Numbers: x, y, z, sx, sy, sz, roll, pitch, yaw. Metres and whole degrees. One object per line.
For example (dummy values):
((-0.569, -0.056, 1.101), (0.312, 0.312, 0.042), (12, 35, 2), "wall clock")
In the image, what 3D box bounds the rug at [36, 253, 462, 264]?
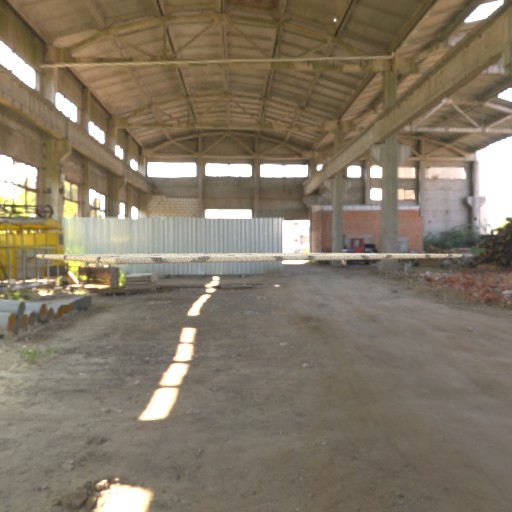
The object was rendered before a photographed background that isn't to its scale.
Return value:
((0.000, 0.000, 2.883), (2.348, 0.024, 1.501), (-1, 1, -36), "rug")
